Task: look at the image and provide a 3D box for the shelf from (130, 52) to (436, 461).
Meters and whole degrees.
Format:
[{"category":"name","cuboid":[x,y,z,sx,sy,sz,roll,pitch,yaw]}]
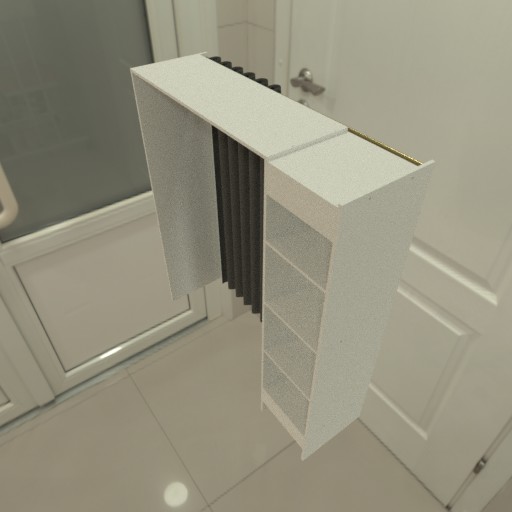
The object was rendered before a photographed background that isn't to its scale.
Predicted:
[{"category":"shelf","cuboid":[0.000,0.000,2.598,0.500,1.810,1.600,-26,47,-27]}]
